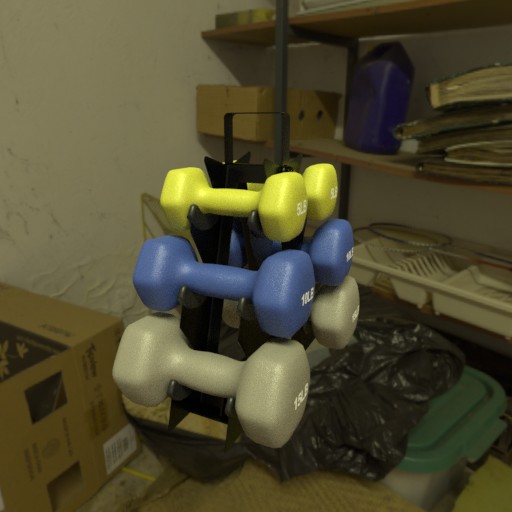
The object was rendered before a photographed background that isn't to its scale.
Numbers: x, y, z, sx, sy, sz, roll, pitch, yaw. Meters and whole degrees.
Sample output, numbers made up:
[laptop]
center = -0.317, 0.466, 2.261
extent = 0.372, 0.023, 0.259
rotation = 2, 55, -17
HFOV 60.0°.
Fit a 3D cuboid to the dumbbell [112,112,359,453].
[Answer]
[dumbbell]
center = 0.000, 0.000, 0.692
extent = 0.261, 0.426, 0.416
rotation = 8, 18, 25
